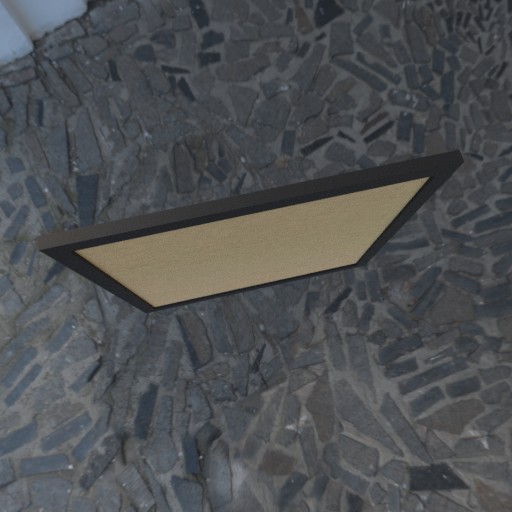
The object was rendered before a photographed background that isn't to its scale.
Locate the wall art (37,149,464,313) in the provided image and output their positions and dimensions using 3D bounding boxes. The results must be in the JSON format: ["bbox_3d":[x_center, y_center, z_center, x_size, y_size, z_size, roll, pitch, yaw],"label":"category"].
[{"bbox_3d":[0.000,0.000,0.537,0.358,0.357,0.012,-12,75,-3],"label":"wall art"}]
